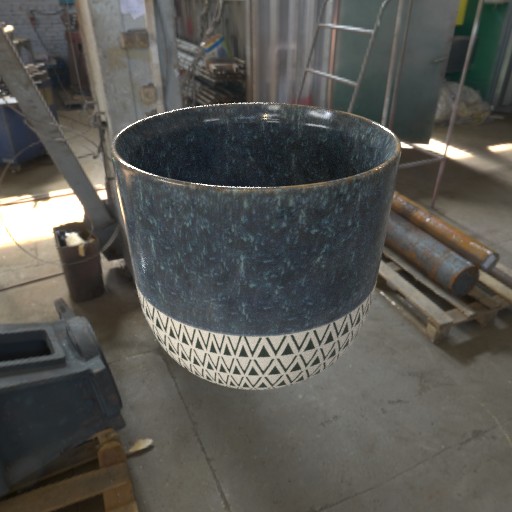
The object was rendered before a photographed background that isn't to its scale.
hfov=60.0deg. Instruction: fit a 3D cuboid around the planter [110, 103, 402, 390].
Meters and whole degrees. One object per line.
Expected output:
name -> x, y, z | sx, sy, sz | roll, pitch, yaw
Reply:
planter -> 0.000, 0.000, 0.489 | 0.266, 0.270, 0.266 | 0, 31, 0
